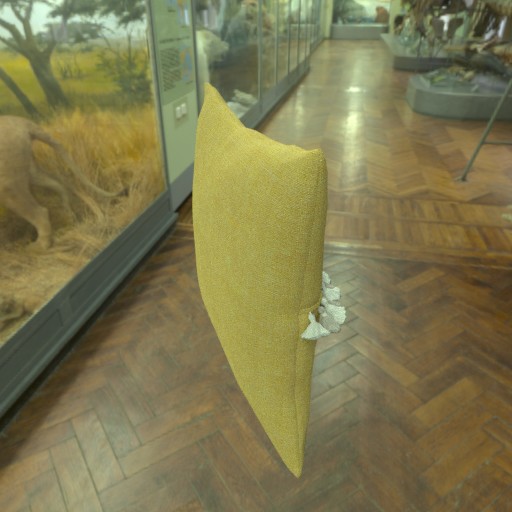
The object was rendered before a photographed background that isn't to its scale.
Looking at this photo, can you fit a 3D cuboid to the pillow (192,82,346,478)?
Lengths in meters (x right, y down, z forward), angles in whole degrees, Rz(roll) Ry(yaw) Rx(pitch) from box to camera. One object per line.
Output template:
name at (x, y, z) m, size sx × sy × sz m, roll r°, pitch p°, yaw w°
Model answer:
pillow at (0.000, 0.000, 0.729) m, size 0.167 × 0.481 × 0.485 m, roll -10°, pitch 31°, yaw -16°
